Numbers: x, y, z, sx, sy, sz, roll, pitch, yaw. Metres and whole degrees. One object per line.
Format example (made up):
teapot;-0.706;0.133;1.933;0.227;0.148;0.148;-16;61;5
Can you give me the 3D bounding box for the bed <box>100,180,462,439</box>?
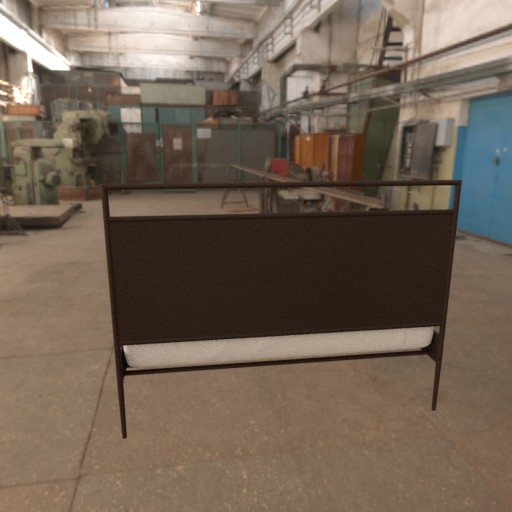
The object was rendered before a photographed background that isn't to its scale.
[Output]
bed;0.000;0.000;3.042;1.572;1.173;2.122;-2;14;-8
